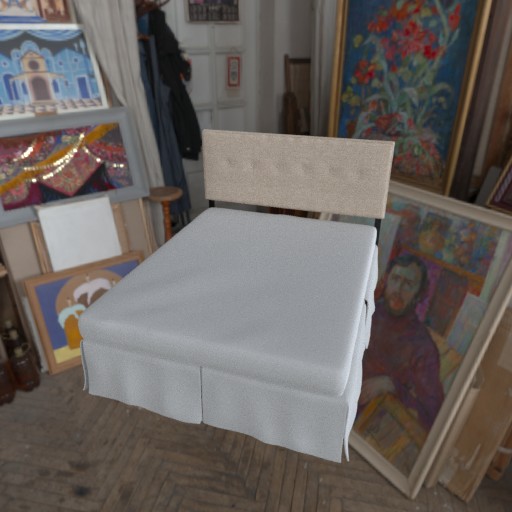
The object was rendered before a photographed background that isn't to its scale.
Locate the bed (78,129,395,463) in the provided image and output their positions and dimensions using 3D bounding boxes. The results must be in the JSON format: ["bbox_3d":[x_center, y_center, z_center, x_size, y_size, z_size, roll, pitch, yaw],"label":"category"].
[{"bbox_3d":[0.000,0.000,3.040,1.643,1.270,1.978,8,28,16],"label":"bed"}]
